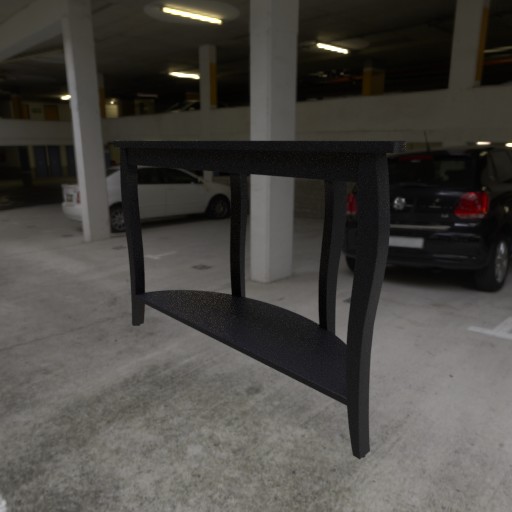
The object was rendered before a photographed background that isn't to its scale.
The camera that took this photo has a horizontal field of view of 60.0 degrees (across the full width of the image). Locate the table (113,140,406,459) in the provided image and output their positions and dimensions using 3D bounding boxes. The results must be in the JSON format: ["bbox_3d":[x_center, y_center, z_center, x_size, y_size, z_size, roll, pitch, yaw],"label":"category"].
[{"bbox_3d":[0.000,0.000,1.549,0.394,0.780,1.219,-13,20,-42],"label":"table"}]
